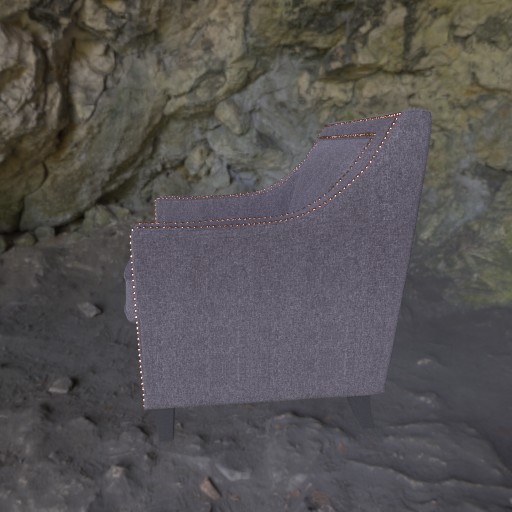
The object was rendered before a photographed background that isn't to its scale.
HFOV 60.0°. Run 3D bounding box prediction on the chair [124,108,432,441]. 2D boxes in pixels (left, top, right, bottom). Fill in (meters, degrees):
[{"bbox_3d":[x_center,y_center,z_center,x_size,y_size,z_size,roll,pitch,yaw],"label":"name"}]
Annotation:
[{"bbox_3d":[0.000,0.000,1.602,0.884,0.967,0.776,-2,14,-7],"label":"chair"}]
